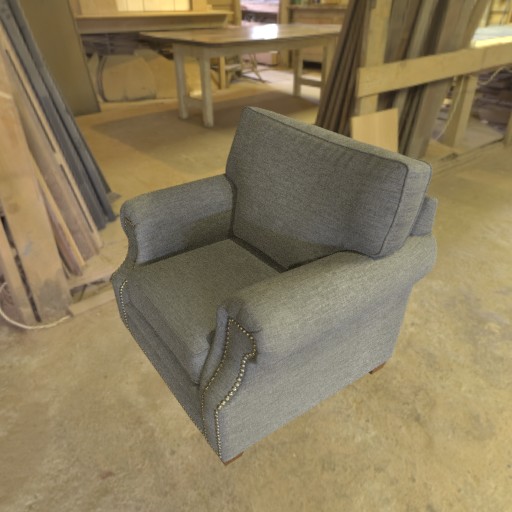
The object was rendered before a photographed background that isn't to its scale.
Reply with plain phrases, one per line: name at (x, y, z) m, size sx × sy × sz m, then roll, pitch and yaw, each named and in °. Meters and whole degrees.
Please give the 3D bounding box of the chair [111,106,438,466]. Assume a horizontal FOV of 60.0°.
chair at (0.000, 0.000, 1.809) m, size 0.965 × 0.961 × 1.092 m, roll -20°, pitch 37°, yaw -30°
